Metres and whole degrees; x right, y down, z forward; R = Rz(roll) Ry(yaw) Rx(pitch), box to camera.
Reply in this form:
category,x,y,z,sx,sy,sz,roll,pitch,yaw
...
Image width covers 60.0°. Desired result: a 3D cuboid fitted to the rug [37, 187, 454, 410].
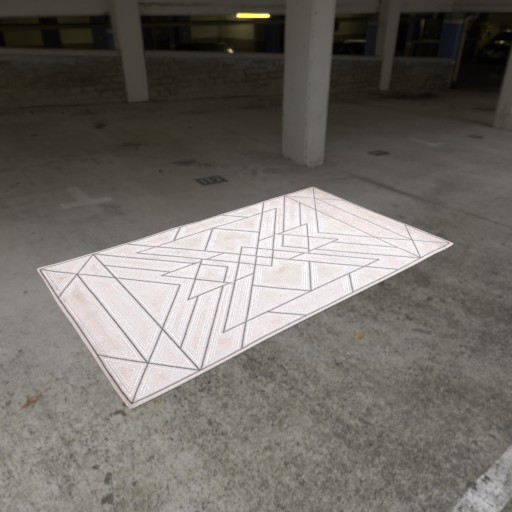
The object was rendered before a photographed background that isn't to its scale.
category,x,y,z,sx,sy,sz,roll,pitch,yaw
rug,0.000,0.000,1.060,0.869,0.008,0.511,-21,35,-32
